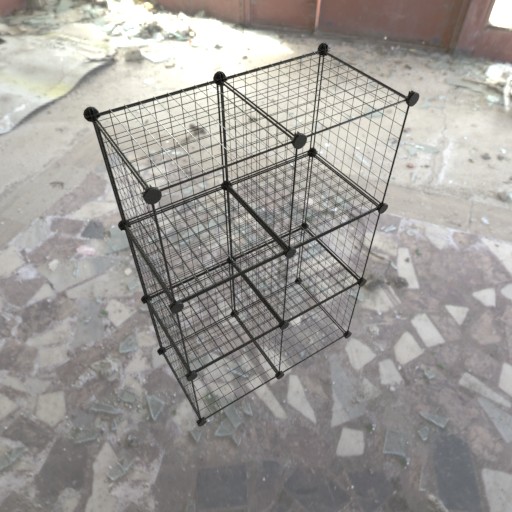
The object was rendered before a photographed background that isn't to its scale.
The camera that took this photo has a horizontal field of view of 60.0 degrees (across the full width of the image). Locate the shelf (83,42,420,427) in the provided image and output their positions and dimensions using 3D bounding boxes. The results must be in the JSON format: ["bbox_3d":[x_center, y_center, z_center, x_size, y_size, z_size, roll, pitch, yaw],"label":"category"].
[{"bbox_3d":[0.000,0.000,1.423,0.711,1.067,0.356,-25,52,-22],"label":"shelf"}]
